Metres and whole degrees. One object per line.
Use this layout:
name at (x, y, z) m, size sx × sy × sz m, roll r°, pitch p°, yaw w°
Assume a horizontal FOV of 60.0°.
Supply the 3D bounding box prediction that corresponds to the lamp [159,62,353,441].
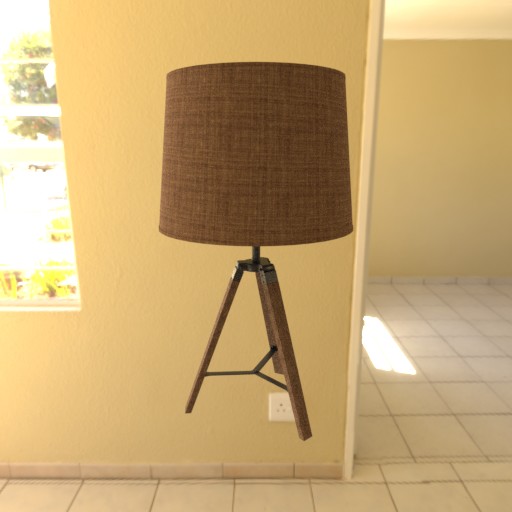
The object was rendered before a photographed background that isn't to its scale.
lamp at (0.000, 0.000, 0.684) m, size 0.290 × 0.514 × 0.290 m, roll 0°, pitch 14°, yaw 0°
